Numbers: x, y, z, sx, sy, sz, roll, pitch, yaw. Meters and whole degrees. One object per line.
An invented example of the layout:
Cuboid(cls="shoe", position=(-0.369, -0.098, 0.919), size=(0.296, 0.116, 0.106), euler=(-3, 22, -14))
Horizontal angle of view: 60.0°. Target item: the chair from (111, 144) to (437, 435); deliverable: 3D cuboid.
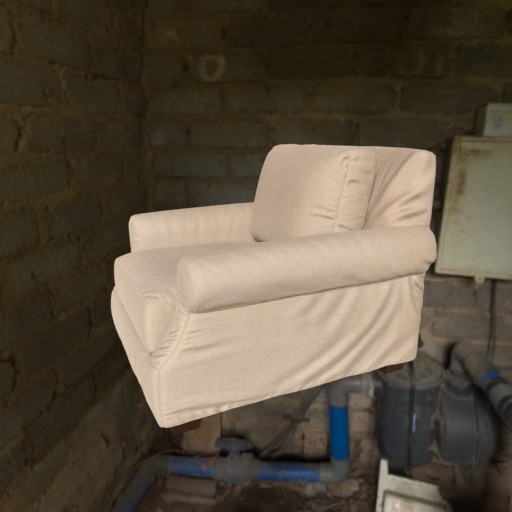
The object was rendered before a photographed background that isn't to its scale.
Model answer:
Cuboid(cls="chair", position=(0.000, 0.000, 1.775), size=(1.066, 0.866, 0.940), euler=(-7, 17, -25))
